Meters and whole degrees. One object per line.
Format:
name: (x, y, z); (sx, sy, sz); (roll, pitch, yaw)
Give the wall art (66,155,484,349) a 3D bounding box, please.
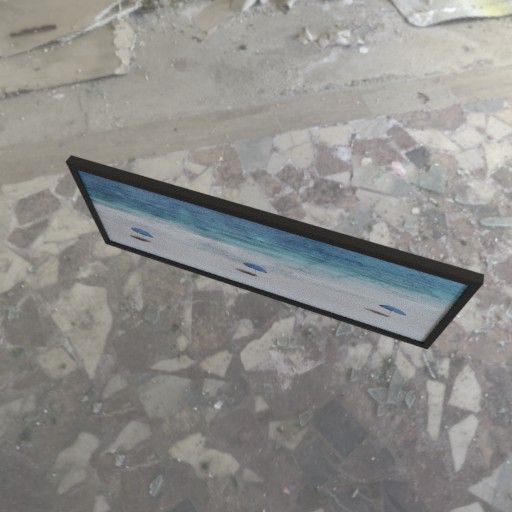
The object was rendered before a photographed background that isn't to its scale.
wall art: (0.000, 0.000, 1.816); (1.572, 0.554, 0.041); (17, 58, 11)
